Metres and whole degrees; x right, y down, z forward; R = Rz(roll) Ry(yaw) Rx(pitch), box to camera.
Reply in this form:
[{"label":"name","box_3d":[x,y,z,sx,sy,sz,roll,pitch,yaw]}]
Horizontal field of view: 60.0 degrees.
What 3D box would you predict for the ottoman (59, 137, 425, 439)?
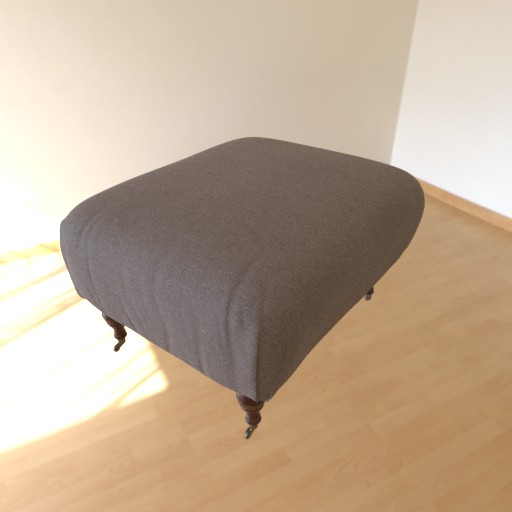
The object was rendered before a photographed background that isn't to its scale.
[{"label":"ottoman","box_3d":[0.000,0.000,1.139,0.622,0.450,0.747,21,38,31]}]
